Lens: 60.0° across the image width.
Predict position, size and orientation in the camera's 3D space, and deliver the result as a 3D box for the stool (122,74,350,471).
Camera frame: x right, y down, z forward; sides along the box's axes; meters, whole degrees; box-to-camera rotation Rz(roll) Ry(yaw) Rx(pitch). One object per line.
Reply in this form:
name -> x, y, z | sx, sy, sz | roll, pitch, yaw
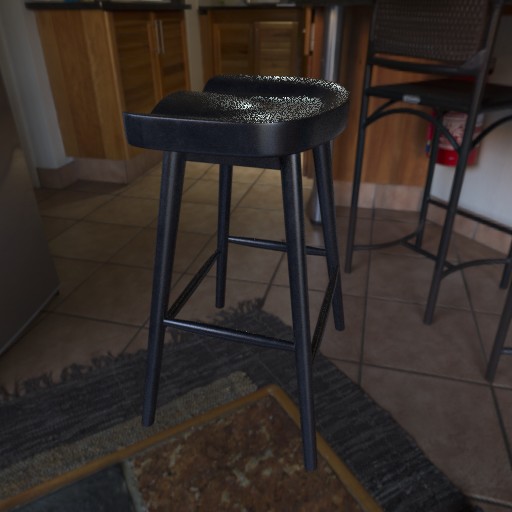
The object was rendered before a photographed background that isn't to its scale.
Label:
stool -> 0.000, 0.000, 0.880 | 0.361, 0.615, 0.440 | 9, 31, 14
